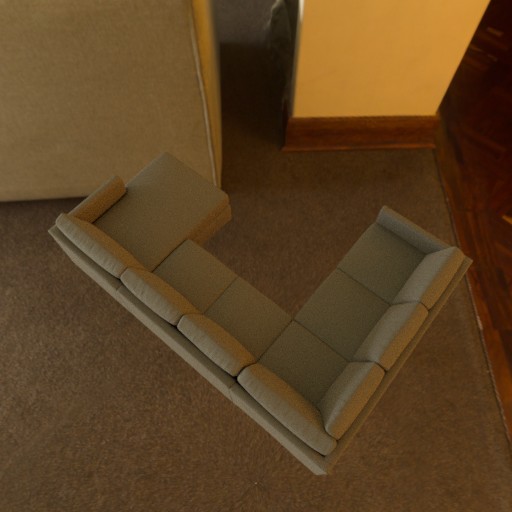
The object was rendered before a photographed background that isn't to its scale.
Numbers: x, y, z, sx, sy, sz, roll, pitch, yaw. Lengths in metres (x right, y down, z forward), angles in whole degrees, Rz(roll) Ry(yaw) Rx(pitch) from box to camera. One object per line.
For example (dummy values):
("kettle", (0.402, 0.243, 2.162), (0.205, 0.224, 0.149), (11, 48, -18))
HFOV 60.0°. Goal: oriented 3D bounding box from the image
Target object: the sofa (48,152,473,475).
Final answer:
("sofa", (0.000, 0.000, 4.569), (3.460, 0.882, 2.427), (36, 68, 17))
